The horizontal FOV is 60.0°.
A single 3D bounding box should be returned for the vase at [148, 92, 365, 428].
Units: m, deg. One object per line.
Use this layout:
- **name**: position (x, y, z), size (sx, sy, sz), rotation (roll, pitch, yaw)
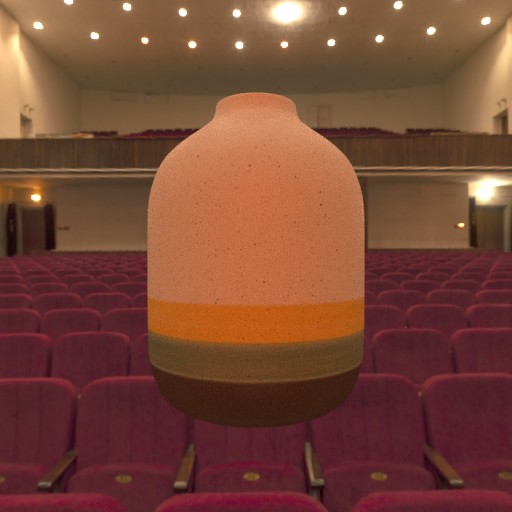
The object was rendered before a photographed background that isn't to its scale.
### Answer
- **vase**: position (0.000, 0.000, 0.356), size (0.169, 0.240, 0.169), rotation (0, 0, 0)
